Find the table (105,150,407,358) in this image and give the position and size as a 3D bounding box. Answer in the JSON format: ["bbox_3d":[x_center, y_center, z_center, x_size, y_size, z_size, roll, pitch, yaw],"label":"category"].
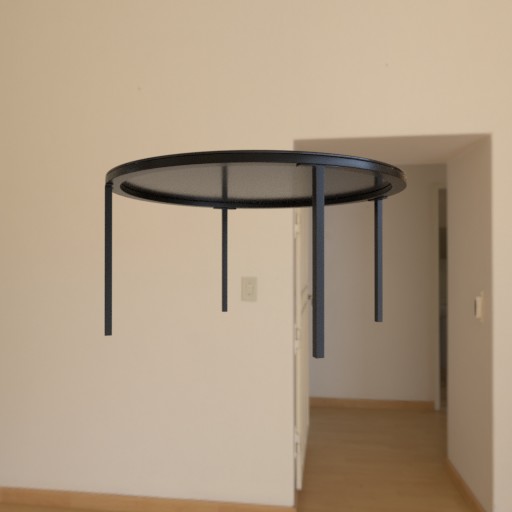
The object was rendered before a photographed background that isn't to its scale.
[{"bbox_3d":[0.000,0.000,1.238,0.800,0.400,0.800,0,0,0],"label":"table"}]
